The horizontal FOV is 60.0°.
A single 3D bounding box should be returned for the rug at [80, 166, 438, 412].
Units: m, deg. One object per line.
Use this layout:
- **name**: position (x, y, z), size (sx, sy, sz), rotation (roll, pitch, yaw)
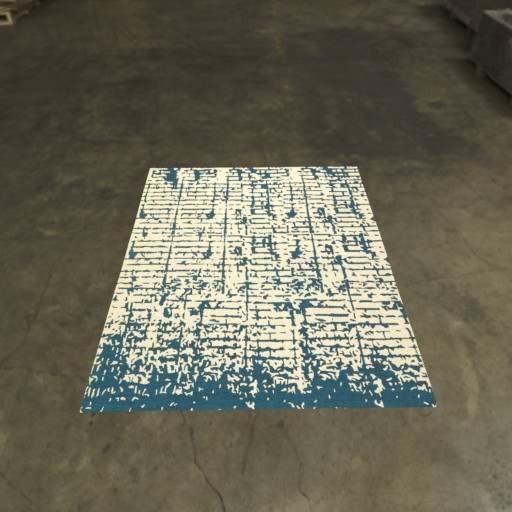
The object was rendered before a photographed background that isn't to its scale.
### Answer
- **rug**: position (0.000, 0.000, 4.082), size (2.416, 0.014, 3.017), rotation (-1, 43, -1)
